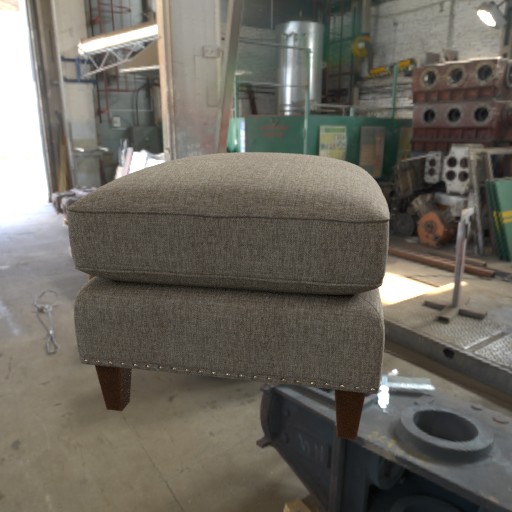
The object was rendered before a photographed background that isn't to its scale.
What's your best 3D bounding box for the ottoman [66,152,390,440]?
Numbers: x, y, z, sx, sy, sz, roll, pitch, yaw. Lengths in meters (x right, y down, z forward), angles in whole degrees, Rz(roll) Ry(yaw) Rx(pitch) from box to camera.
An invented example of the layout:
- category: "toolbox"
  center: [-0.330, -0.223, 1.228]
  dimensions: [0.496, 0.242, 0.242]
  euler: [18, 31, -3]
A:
- category: "ottoman"
  center: [0.000, 0.000, 1.133]
  dimensions: [0.584, 0.513, 0.741]
  euler: [3, 16, 10]
